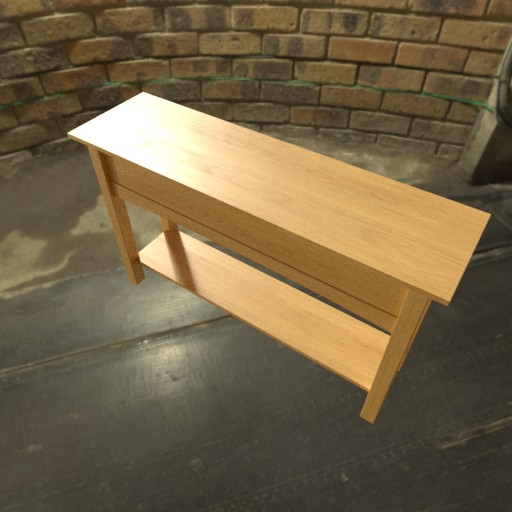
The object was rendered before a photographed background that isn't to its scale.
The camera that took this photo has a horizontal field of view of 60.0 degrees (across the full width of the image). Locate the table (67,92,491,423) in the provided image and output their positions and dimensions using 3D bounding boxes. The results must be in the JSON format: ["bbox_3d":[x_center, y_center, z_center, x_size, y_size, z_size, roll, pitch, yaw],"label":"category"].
[{"bbox_3d":[0.000,0.000,1.554,1.240,0.730,0.350,26,51,23],"label":"table"}]
